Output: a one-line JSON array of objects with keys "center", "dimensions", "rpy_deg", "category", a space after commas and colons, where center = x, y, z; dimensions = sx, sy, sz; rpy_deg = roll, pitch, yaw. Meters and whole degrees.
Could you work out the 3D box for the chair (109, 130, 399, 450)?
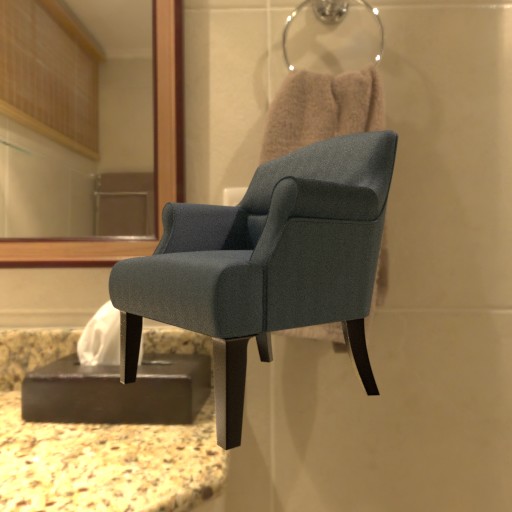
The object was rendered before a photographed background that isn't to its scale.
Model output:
[{"center": [0.000, 0.000, 1.473], "dimensions": [0.754, 0.878, 0.770], "rpy_deg": [0, 0, -37], "category": "chair"}]
